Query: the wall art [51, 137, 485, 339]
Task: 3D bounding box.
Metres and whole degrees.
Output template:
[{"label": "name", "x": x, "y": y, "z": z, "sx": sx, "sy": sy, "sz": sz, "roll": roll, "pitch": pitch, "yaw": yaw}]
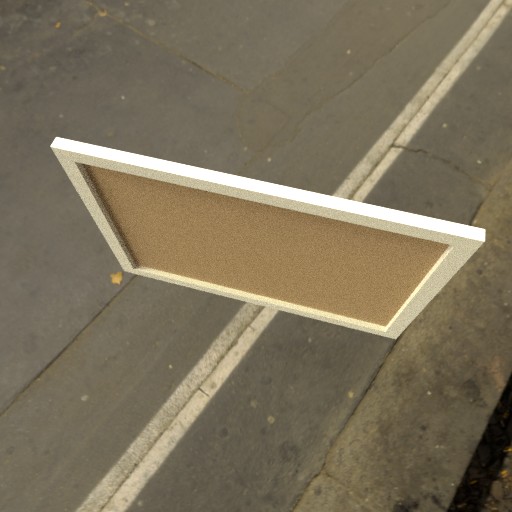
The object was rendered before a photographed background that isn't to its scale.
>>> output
[{"label": "wall art", "x": 0.000, "y": 0.000, "z": 1.475, "sx": 1.144, "sy": 0.767, "sz": 0.038, "roll": 13, "pitch": 63, "yaw": 7}]
